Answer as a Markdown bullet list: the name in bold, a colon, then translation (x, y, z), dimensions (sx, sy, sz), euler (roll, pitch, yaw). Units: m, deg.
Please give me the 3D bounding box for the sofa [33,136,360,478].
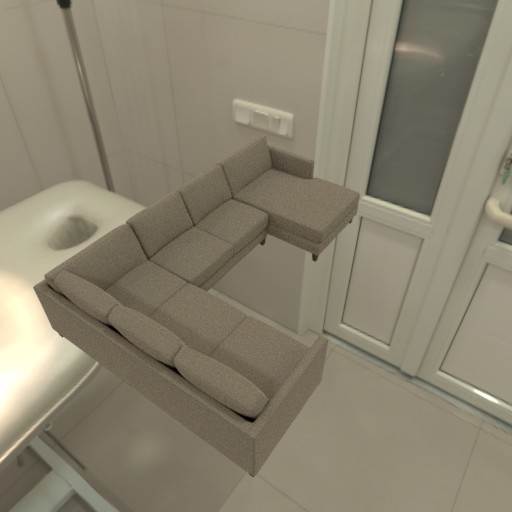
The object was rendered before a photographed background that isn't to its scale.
- **sofa**: translation (0.000, 0.000, 4.594), dimensions (2.424, 0.865, 3.438), euler (25, 47, 26)
